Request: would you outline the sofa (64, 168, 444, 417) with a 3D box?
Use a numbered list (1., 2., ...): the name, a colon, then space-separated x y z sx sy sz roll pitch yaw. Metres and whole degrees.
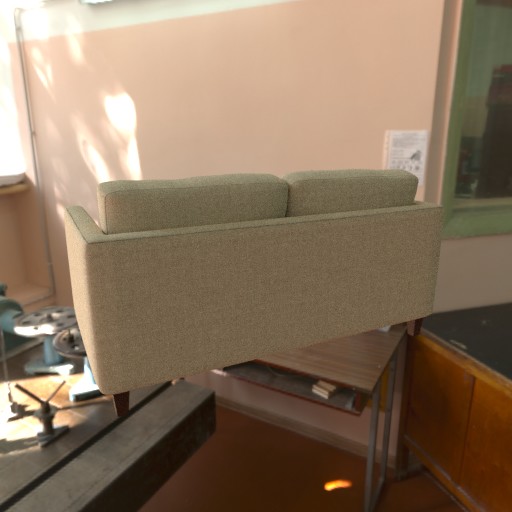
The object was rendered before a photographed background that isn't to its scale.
1. sofa: 0.000 0.000 2.472 1.884 0.963 0.950 -8 17 -26
